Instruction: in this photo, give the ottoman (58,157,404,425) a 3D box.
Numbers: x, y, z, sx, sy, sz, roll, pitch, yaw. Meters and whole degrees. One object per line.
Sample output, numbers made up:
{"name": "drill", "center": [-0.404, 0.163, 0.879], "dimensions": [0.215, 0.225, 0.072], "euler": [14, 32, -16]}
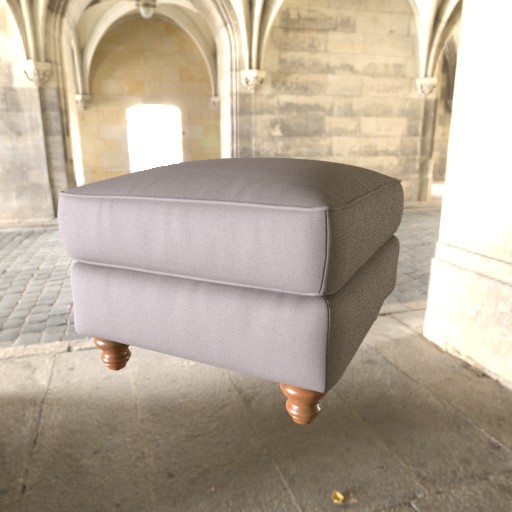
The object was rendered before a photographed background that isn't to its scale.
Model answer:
{"name": "ottoman", "center": [0.000, 0.000, 1.168], "dimensions": [0.662, 0.505, 0.721], "euler": [7, 16, 26]}
